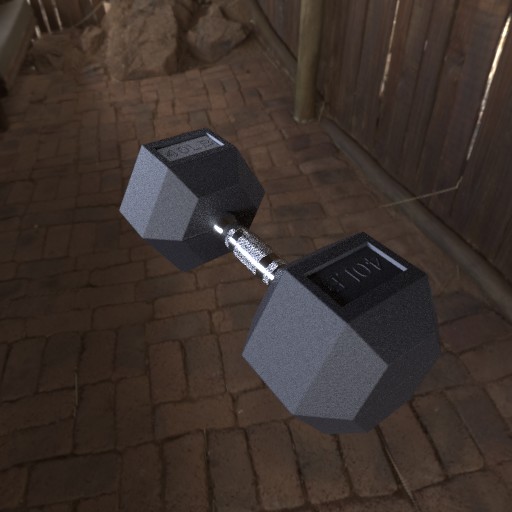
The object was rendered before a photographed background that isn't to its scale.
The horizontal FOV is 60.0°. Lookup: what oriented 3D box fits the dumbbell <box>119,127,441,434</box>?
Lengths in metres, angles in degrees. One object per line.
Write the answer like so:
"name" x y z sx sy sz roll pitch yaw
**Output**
"dumbbell" 0.000 0.000 0.435 0.157 0.137 0.361 -24 46 -26
